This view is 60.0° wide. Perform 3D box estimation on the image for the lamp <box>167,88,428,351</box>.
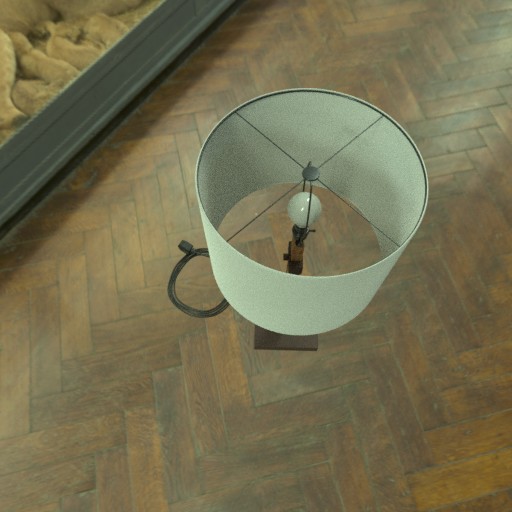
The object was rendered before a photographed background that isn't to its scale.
[{"bbox_3d":[0.000,0.000,0.987,0.525,0.668,0.396,1,63,1],"label":"lamp"}]
